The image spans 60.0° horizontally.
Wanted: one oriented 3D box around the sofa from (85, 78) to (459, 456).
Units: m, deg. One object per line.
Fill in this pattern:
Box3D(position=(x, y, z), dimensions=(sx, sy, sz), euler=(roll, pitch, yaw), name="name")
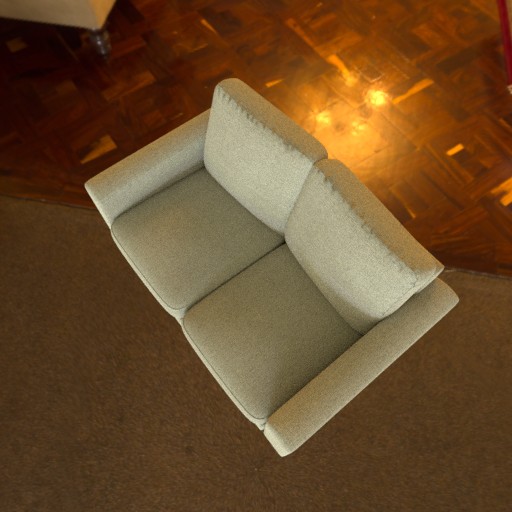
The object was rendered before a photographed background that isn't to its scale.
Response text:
Box3D(position=(0.000, 0.000, 1.983), dimensions=(0.917, 0.873, 1.420), euler=(-36, 69, -16), name="sofa")
